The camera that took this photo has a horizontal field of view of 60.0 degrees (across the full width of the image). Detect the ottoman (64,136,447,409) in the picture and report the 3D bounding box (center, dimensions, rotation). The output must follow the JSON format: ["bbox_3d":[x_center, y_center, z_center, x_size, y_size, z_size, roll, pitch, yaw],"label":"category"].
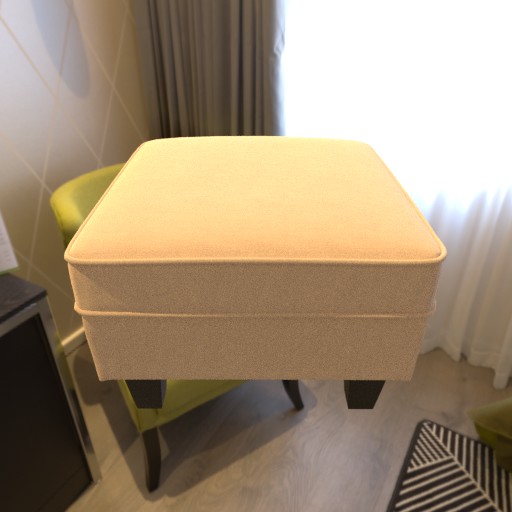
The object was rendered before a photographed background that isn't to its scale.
[{"bbox_3d":[0.000,0.000,1.019,0.616,0.438,0.613,0,32,0],"label":"ottoman"}]
